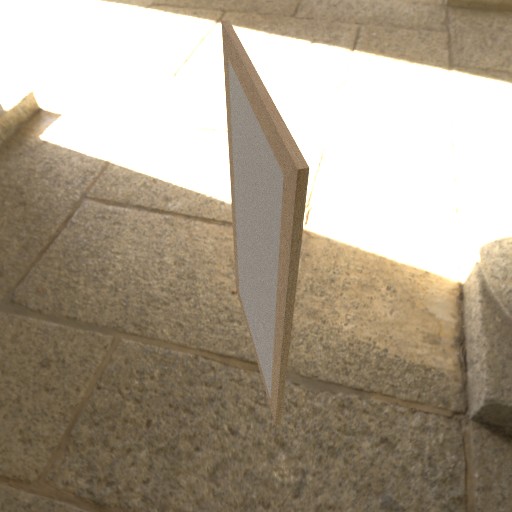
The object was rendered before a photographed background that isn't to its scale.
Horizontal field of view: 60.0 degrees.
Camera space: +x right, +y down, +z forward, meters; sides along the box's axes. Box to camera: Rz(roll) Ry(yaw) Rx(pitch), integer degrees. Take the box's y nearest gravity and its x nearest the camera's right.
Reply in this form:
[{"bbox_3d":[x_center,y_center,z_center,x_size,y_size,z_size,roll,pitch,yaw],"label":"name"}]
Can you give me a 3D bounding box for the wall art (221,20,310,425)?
[{"bbox_3d":[0.000,0.000,0.819,0.013,0.683,0.381,-11,50,-10],"label":"wall art"}]
